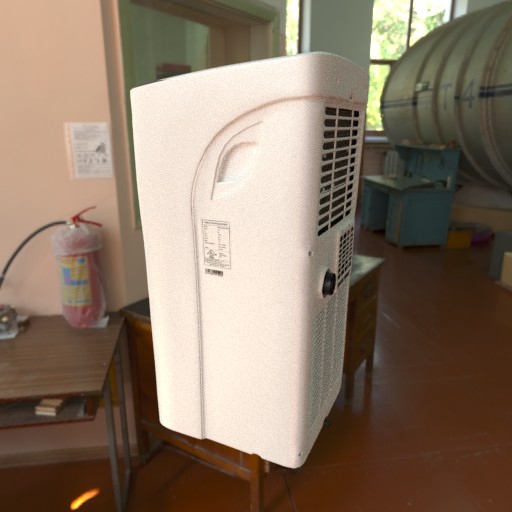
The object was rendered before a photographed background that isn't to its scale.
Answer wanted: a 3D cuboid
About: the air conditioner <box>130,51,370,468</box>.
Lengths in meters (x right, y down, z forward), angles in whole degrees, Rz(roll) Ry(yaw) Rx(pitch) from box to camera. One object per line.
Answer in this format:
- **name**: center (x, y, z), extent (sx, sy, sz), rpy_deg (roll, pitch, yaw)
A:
- **air conditioner**: center (0.000, 0.000, 0.900), extent (0.369, 0.716, 0.352), rpy_deg (7, 18, 24)
